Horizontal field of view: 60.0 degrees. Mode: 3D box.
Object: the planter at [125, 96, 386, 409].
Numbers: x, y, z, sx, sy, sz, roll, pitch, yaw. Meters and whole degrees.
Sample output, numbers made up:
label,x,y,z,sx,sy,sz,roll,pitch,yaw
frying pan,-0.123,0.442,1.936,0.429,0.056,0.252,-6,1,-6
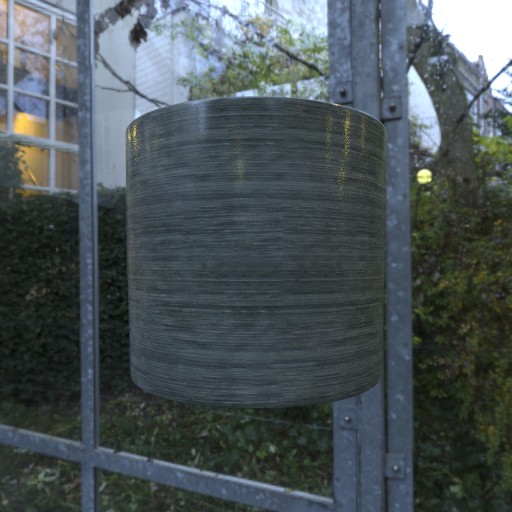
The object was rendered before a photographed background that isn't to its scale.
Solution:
label,x,y,z,sx,sy,sz,roll,pitch,yaw
planter,0.000,0.000,0.391,0.221,0.201,0.221,0,-1,0
